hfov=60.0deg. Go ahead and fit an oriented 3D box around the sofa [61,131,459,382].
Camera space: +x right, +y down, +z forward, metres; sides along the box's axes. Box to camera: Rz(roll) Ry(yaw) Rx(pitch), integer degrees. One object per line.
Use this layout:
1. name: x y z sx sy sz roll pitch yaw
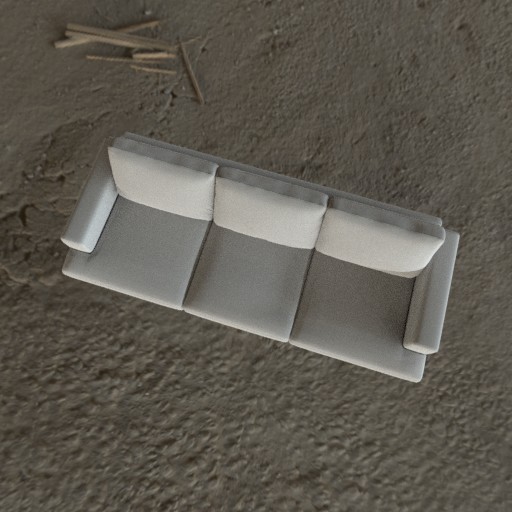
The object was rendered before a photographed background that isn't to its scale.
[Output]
1. sofa: 0.000 0.000 2.795 2.310 0.810 0.920 16 75 5
